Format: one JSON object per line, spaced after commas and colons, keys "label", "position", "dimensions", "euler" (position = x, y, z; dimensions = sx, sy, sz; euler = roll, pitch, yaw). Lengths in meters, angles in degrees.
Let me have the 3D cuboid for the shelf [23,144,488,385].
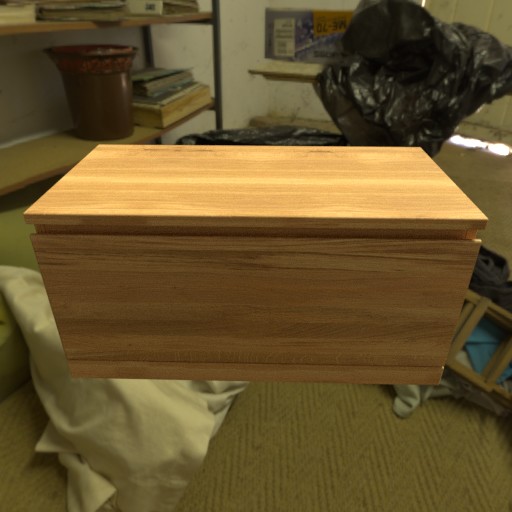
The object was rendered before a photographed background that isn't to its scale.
{"label": "shelf", "position": [0.000, 0.000, 1.033], "dimensions": [0.800, 0.400, 0.400], "euler": [1, 31, 1]}
